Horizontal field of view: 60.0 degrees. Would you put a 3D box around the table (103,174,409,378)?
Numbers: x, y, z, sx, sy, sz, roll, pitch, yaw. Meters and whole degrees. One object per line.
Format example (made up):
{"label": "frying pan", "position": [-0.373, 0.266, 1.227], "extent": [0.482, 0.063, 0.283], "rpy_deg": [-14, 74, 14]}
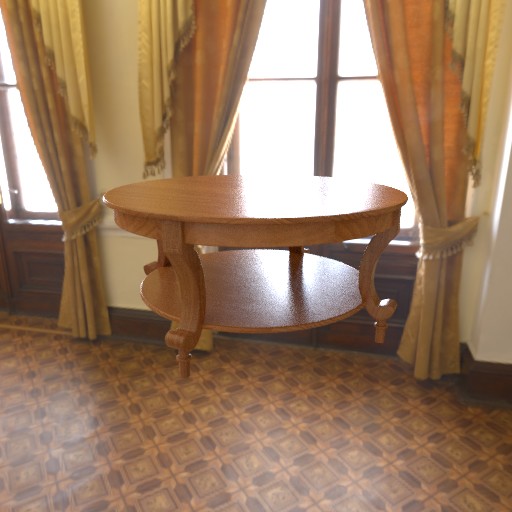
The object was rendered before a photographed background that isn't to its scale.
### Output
{"label": "table", "position": [0.000, 0.000, 1.633], "extent": [1.029, 0.490, 1.029], "rpy_deg": [0, 16, 0]}
